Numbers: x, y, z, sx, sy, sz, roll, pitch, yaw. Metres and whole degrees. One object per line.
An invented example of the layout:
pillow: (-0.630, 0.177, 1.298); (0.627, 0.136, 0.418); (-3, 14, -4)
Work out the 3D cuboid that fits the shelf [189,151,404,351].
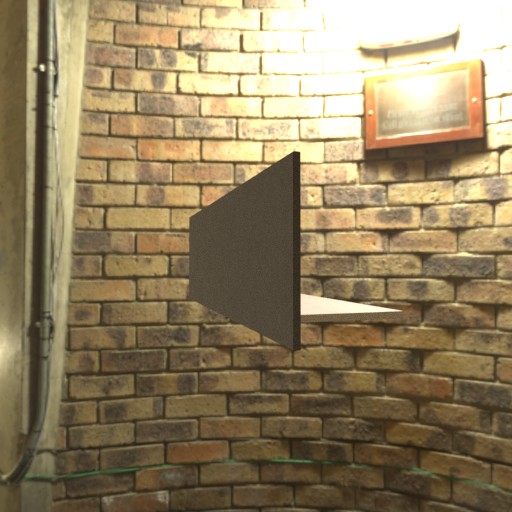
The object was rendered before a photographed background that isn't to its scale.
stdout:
shelf: (0.000, 0.000, 1.181); (0.200, 0.300, 1.020); (0, -1, -17)
